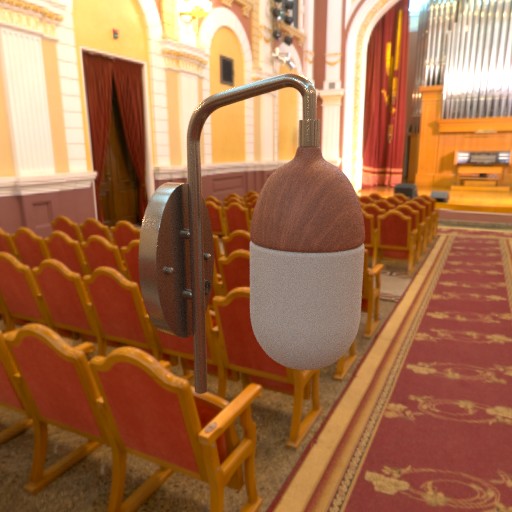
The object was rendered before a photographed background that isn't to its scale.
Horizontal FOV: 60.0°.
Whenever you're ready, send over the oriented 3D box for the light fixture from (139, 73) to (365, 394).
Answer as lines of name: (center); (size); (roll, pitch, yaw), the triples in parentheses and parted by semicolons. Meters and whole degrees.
light fixture: (0.000, 0.000, 0.450); (0.216, 0.343, 0.108); (7, 15, 26)
